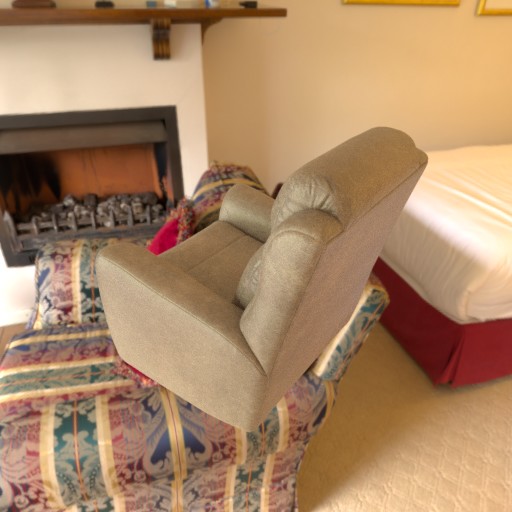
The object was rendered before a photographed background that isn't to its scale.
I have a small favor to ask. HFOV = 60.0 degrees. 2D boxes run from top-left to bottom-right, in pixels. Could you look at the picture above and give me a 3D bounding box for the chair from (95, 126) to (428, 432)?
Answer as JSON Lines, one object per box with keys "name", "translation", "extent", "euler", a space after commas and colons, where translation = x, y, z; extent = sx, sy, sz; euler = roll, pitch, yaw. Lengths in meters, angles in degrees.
{"name": "chair", "translation": [0.000, 0.000, 1.919], "extent": [1.068, 1.116, 0.965], "euler": [21, 37, 30]}
